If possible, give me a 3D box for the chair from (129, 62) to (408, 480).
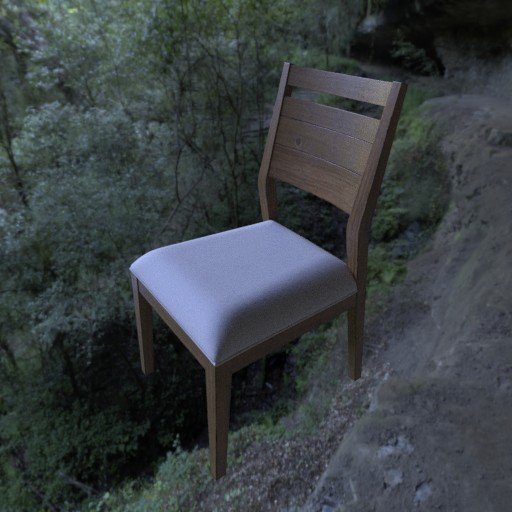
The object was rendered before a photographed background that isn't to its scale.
[{"bbox_3d":[0.000,0.000,1.261,0.610,0.939,0.497,-20,36,-30],"label":"chair"}]
